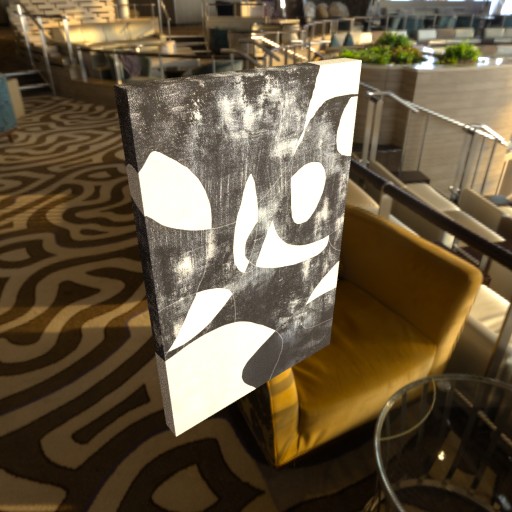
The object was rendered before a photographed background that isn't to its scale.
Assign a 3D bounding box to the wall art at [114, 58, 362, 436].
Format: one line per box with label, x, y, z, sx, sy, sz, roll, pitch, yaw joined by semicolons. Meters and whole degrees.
wall art;0.000;0.000;0.782;0.407;0.610;0.039;-22;37;-32
